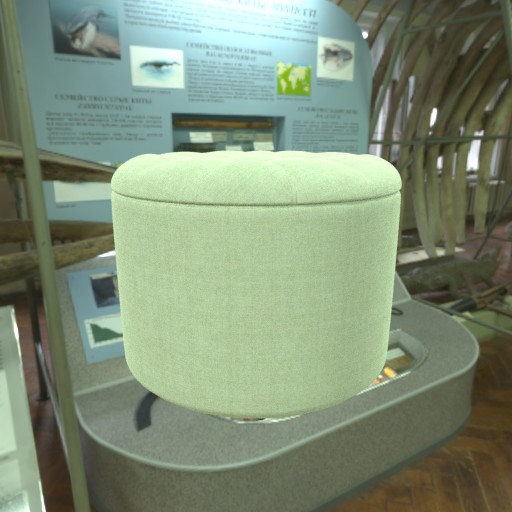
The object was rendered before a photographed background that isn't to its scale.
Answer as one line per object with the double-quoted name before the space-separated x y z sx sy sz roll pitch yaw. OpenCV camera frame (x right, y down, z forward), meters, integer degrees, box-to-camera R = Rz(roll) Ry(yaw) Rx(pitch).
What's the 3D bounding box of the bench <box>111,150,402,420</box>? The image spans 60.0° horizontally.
"bench" 0.000 0.000 0.998 0.600 0.453 0.600 0 15 0
